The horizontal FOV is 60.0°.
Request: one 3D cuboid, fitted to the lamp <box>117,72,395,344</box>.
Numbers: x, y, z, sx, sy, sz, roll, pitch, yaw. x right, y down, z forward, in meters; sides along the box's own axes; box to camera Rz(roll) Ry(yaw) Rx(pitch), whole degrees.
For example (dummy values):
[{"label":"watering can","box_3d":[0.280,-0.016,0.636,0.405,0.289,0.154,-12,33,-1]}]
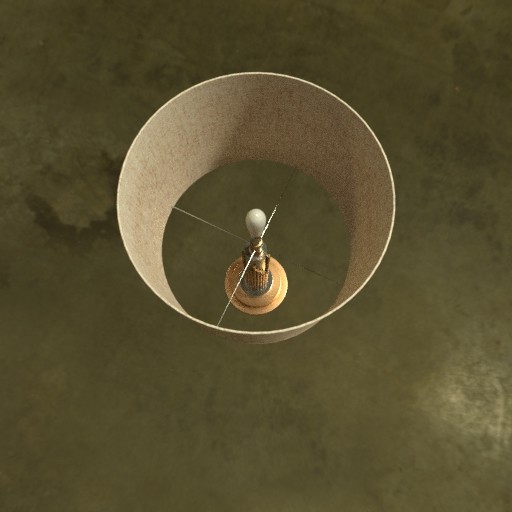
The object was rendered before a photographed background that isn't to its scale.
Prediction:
[{"label":"lamp","box_3d":[0.000,0.000,0.808,0.321,0.610,0.321,-17,77,-4]}]
